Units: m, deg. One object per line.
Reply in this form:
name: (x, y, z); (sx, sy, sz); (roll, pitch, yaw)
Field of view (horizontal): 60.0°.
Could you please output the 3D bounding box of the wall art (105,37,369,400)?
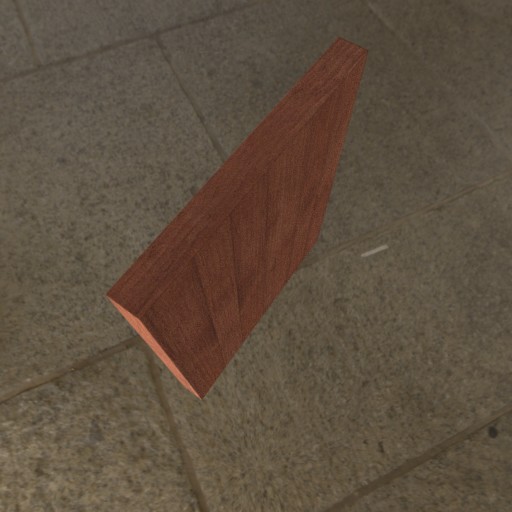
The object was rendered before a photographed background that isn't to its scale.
wall art: (0.000, 0.000, 0.629); (0.039, 0.449, 0.377); (32, 68, 14)
